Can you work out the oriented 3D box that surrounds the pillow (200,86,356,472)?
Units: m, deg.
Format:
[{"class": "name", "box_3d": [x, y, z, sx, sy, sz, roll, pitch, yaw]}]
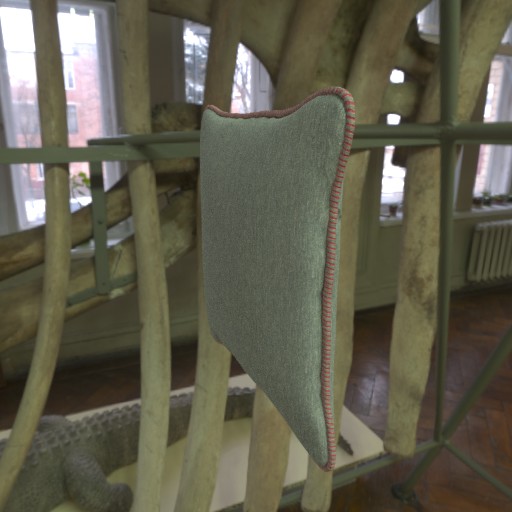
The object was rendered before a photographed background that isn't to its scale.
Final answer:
[{"class": "pillow", "box_3d": [0.000, 0.000, 0.727, 0.124, 0.491, 0.482, -7, 17, -24]}]
